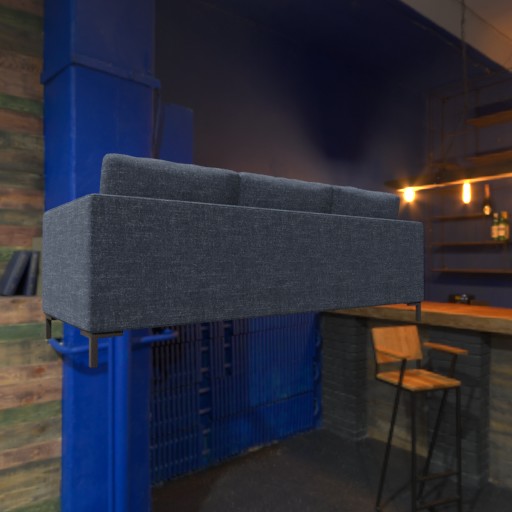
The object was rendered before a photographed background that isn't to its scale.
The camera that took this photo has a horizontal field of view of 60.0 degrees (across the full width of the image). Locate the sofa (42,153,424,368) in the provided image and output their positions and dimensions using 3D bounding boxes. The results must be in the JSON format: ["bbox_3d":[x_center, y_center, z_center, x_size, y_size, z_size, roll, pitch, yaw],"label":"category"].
[{"bbox_3d":[0.000,0.000,2.675,2.218,0.874,0.859,0,-1,-37],"label":"sofa"}]
